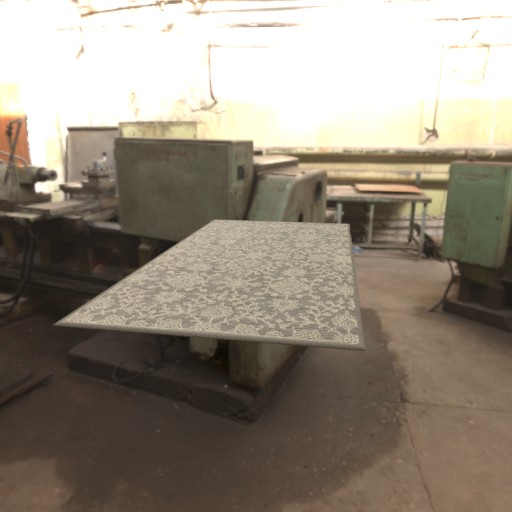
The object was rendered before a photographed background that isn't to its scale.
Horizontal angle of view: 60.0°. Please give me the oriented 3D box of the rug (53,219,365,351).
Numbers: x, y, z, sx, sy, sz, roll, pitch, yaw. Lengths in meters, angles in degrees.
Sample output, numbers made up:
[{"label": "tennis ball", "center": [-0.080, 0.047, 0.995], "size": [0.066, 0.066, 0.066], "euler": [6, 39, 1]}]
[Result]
[{"label": "rug", "center": [0.000, 0.000, 3.568], "size": [1.546, 0.011, 3.048], "euler": [3, 15, 10]}]
